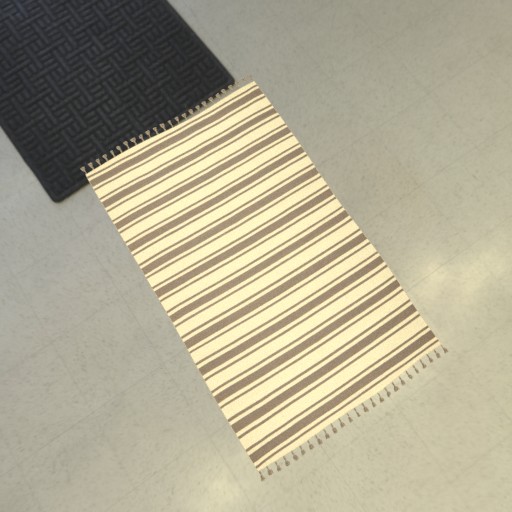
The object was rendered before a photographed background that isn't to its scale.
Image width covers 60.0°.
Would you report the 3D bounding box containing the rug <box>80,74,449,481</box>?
[{"bbox_3d":[0.000,0.000,2.574,1.229,0.011,2.096,-31,78,-7],"label":"rug"}]
